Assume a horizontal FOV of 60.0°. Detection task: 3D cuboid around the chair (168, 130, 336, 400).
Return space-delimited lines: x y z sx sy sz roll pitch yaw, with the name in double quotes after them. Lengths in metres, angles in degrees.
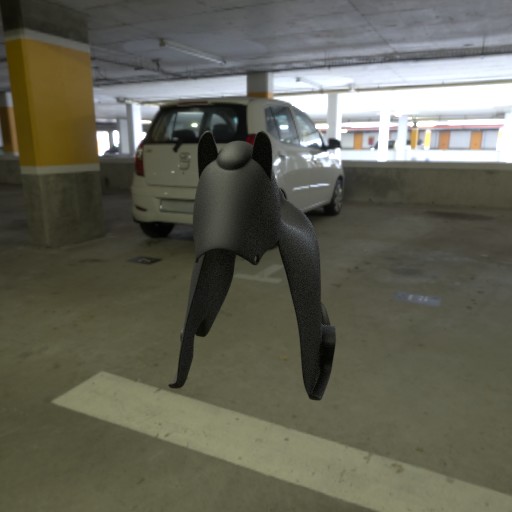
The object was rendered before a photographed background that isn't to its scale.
0.000 0.000 1.153 0.429 0.612 0.800 2 14 8 "chair"
